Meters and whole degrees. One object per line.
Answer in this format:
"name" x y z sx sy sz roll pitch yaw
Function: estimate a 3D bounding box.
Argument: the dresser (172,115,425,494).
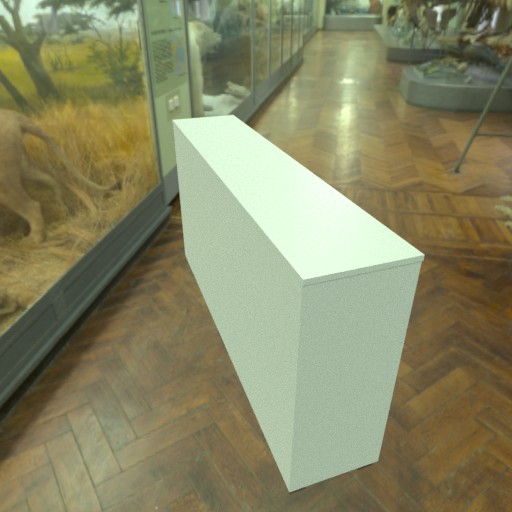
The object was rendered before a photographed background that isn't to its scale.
"dresser" 0.000 0.000 1.829 0.333 0.790 1.535 -10 32 -17
